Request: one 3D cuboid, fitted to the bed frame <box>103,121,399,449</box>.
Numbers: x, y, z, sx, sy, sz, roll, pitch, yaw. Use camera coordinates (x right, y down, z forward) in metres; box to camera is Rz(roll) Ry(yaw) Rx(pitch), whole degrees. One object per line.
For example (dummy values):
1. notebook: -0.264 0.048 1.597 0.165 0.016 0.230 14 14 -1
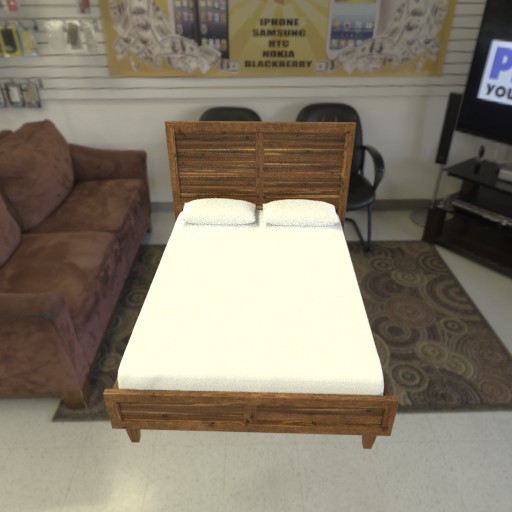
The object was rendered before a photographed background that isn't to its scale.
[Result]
1. bed frame: 0.000 0.000 3.370 1.696 1.417 2.276 1 32 1
